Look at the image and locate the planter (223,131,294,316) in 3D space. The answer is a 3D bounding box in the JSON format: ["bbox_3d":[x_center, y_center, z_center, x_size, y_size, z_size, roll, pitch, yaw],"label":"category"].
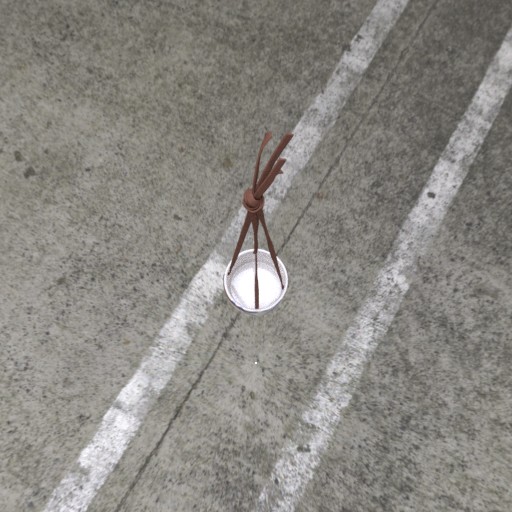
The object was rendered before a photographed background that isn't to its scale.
[{"bbox_3d":[0.000,0.000,0.815,0.153,0.753,0.157,30,78,7],"label":"planter"}]
